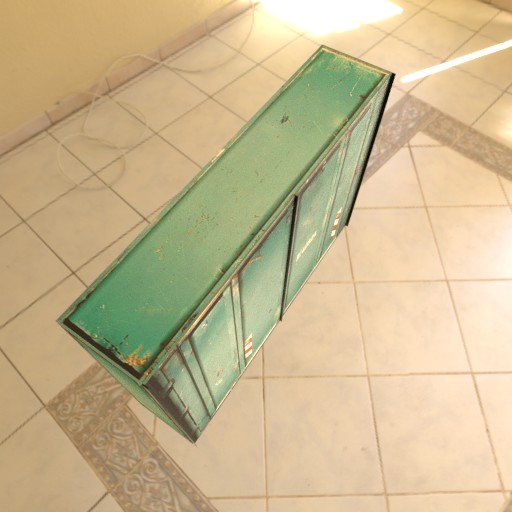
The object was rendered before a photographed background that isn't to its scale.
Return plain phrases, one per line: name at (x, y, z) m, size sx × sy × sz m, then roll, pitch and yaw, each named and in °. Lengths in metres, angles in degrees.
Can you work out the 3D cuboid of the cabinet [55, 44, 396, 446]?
cabinet at (0.000, 0.000, 3.940) m, size 0.680 × 2.160 × 3.001 m, roll 30°, pitch 64°, yaw 16°
